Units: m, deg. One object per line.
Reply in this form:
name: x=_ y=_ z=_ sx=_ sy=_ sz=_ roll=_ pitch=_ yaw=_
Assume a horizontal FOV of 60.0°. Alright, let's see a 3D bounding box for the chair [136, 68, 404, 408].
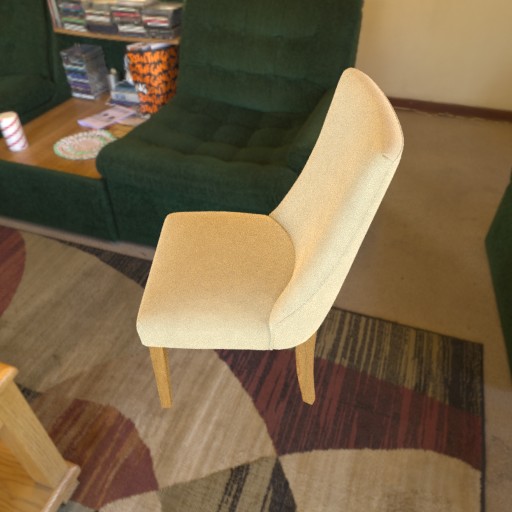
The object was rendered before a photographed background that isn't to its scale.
chair: x=0.000 y=0.000 z=1.265 sx=0.610 sy=0.902 sz=0.495 roll=1 pitch=41 yaw=1
